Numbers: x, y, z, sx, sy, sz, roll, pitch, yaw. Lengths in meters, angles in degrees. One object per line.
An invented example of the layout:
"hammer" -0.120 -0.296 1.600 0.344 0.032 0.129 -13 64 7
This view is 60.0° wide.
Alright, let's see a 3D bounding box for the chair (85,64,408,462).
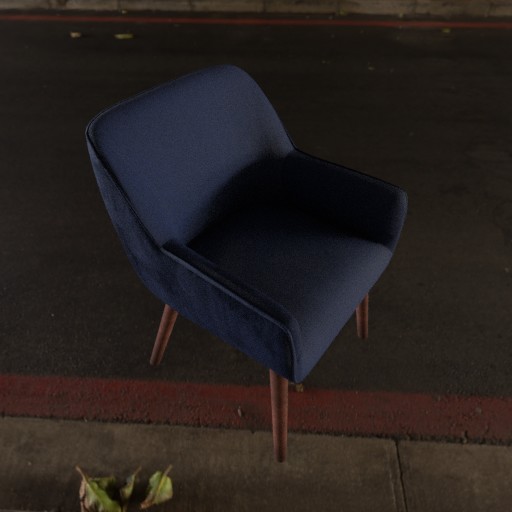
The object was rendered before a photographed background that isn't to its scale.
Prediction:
"chair" 0.000 0.000 1.221 0.600 0.820 0.600 25 47 26
